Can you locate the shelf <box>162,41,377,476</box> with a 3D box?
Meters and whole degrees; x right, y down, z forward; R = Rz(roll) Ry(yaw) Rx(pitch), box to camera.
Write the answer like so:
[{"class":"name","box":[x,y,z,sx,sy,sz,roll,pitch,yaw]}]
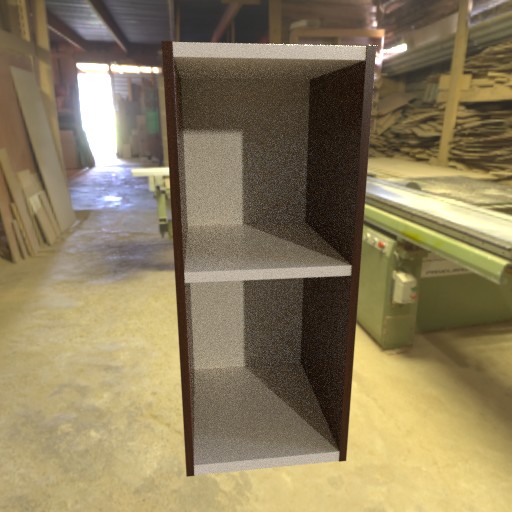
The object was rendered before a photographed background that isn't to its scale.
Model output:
[{"class":"shelf","box":[0.000,0.000,0.735,0.253,0.600,0.290,-2,17,-7]}]
